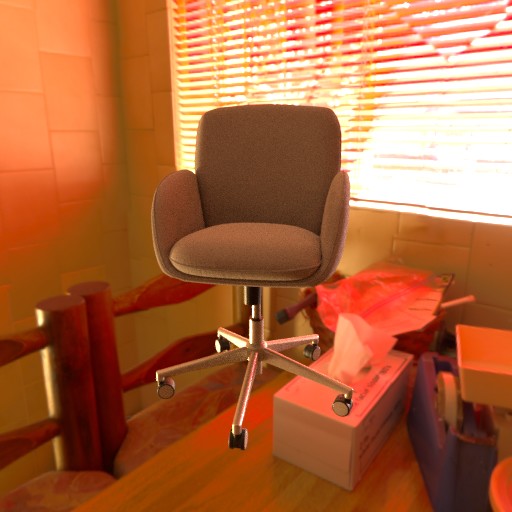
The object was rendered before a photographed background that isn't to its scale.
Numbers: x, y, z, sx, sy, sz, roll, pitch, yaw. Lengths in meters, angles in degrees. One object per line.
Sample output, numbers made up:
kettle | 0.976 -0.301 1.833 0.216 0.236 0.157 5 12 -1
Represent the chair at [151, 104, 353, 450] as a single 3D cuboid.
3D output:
chair | 0.000 0.000 1.408 0.648 0.959 0.654 3 15 9
